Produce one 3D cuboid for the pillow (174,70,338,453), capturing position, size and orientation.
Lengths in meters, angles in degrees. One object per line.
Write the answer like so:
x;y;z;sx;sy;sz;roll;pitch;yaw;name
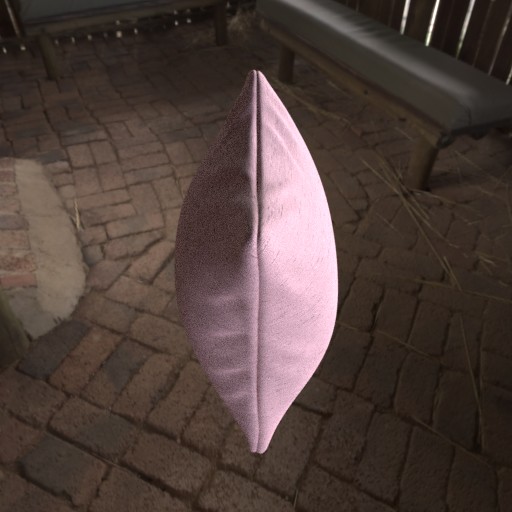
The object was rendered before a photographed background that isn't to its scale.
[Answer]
0.000;0.000;0.679;0.246;0.415;0.432;0;42;0;pillow
